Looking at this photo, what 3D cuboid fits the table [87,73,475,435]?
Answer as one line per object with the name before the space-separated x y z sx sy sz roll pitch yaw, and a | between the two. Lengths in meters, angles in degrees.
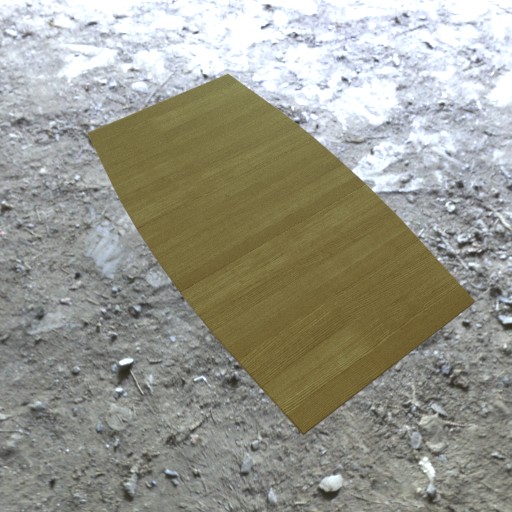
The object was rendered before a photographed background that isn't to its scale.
table | 0.000 0.000 2.113 0.900 0.748 1.598 -30 62 -18
